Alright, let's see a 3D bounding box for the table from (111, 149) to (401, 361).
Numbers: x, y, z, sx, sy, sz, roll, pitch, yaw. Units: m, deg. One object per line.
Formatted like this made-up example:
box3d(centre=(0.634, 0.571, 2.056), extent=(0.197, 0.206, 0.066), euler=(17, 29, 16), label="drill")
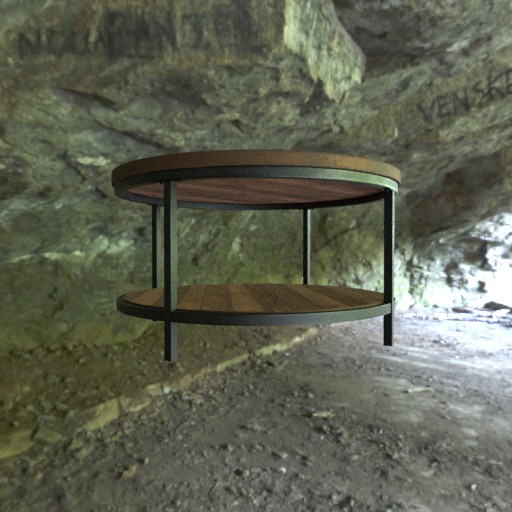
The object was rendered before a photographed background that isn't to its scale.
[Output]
box3d(centre=(0.000, 0.000, 1.353), extent=(0.837, 0.462, 0.837), euler=(0, 1, 0), label="table")
